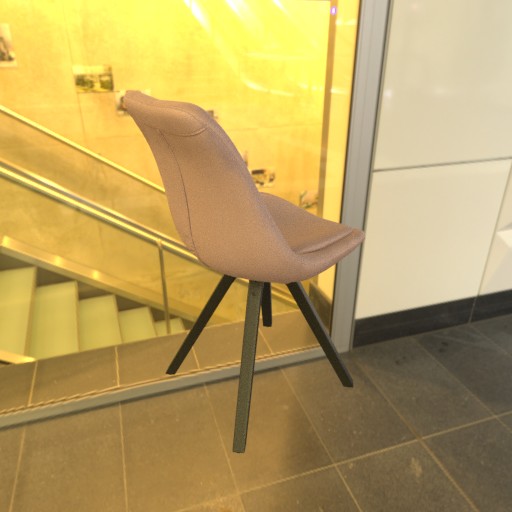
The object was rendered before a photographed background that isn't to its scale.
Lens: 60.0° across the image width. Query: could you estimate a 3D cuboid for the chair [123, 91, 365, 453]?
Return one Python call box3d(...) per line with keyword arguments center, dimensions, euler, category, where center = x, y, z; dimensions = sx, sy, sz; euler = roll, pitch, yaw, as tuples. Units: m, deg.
box3d(center=(0.000, 0.000, 1.214), dimensions=(0.547, 0.865, 0.483), euler=(-19, 32, -33), category="chair")
